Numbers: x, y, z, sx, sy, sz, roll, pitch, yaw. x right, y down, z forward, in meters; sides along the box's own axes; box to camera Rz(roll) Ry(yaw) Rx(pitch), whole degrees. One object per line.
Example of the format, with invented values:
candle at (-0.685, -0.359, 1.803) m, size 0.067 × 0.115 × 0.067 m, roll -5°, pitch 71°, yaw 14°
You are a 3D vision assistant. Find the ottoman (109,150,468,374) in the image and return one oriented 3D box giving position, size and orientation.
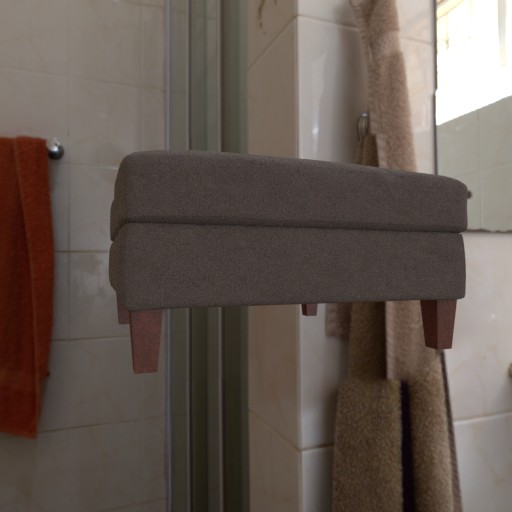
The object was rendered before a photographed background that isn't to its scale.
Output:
ottoman at (0.000, 0.000, 1.384) m, size 0.861 × 0.482 × 0.881 m, roll 0°, pitch -1°, yaw -19°
